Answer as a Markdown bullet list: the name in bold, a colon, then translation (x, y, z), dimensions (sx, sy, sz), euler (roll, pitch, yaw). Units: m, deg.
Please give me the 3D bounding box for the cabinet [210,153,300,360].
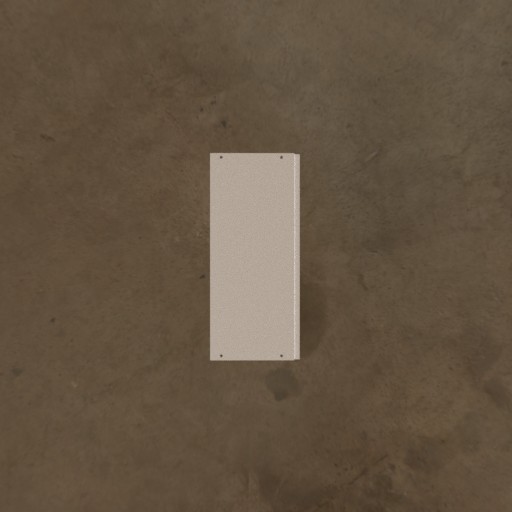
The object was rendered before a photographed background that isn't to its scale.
- **cabinet**: translation (0.000, 0.000, 1.965), dimensions (0.230, 1.790, 0.500), euler (0, 90, 0)
